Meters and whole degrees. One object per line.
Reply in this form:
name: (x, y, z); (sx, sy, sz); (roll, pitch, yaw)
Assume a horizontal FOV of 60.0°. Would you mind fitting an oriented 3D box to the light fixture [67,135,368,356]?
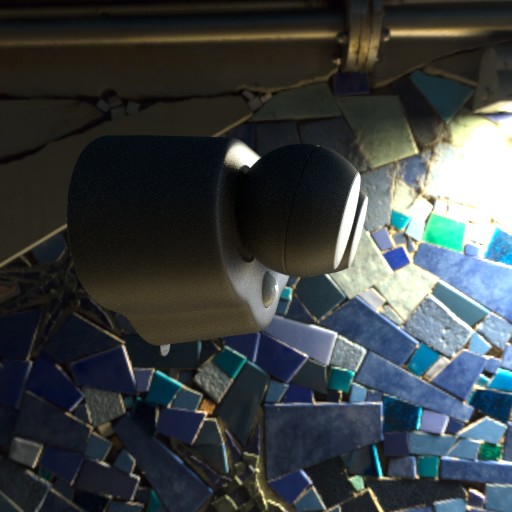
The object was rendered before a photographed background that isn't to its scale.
light fixture: (0.000, 0.000, 0.334); (0.159, 0.159, 0.229); (0, -1, 17)
